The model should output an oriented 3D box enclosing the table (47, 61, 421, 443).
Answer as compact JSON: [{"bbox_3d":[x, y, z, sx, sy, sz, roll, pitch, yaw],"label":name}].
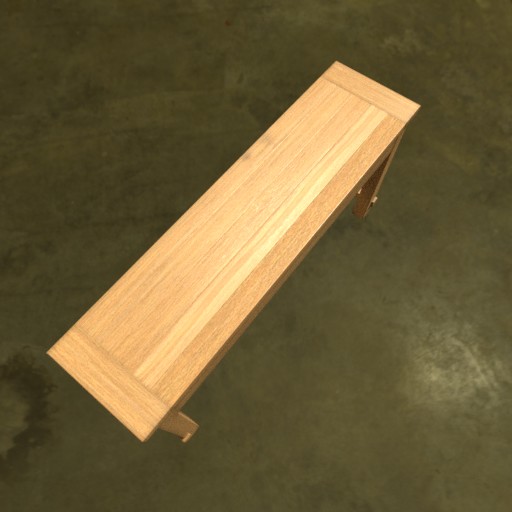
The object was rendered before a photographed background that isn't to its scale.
[{"bbox_3d":[0.000,0.000,1.921,0.442,0.762,1.599,35,70,15],"label":"table"}]
